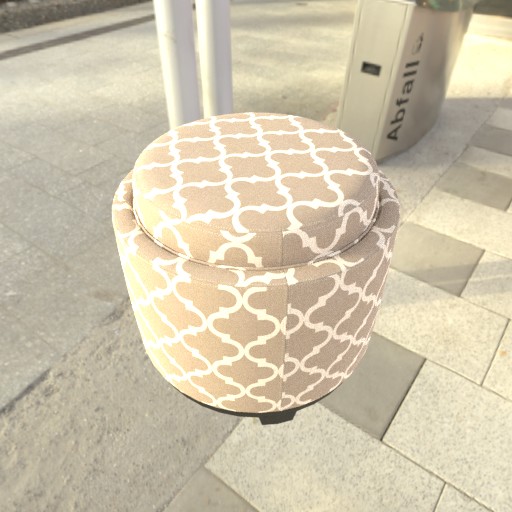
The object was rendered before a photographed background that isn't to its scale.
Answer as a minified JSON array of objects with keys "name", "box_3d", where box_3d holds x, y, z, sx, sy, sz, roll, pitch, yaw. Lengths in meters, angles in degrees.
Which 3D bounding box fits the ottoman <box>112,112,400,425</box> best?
[{"name":"ottoman","box_3d":[0.000,0.000,0.837,0.480,0.429,0.480,0,40,0]}]
